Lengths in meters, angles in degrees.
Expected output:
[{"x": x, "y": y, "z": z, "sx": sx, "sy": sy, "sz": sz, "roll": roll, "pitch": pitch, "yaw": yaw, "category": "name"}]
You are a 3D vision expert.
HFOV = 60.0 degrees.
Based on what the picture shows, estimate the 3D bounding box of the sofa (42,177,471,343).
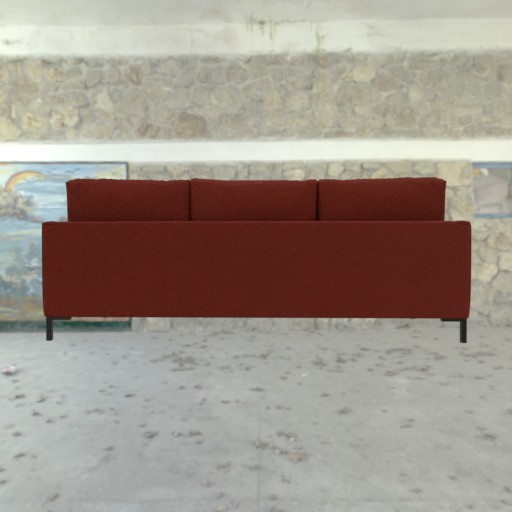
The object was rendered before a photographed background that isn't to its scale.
[{"x": 0.000, "y": 0.000, "z": 2.713, "sx": 2.252, "sy": 0.879, "sz": 0.875, "roll": 0, "pitch": 1, "yaw": 1, "category": "sofa"}]
